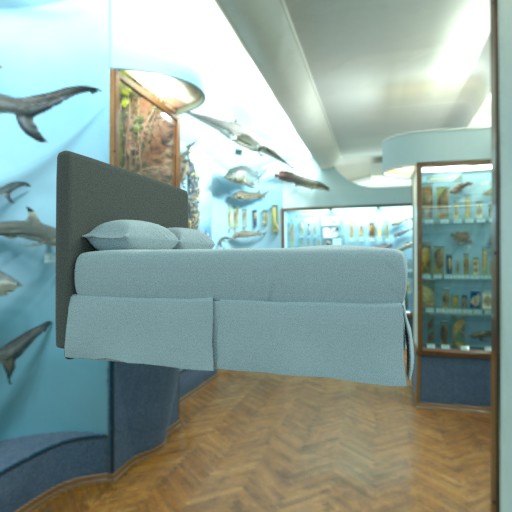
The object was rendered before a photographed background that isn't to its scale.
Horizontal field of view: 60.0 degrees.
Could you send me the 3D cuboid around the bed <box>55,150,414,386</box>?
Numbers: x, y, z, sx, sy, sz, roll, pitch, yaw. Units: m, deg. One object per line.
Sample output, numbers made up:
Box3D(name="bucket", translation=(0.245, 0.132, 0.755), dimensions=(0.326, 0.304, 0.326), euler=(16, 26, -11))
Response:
Box3D(name="bed", translation=(0.000, 0.000, 3.247), dimensions=(2.142, 1.330, 1.748), euler=(0, -1, 18))
